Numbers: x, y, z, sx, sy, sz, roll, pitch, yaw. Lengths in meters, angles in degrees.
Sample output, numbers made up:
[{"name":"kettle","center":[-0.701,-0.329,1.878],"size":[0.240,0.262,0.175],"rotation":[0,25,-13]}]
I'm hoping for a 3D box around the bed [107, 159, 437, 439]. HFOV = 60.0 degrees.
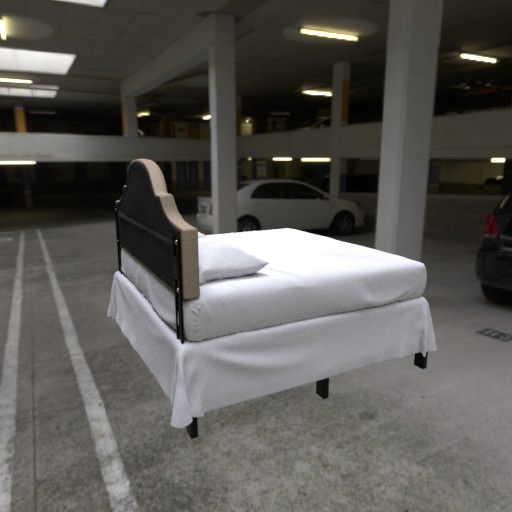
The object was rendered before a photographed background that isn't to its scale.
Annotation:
[{"name":"bed","center":[0.000,0.000,3.802],"size":[2.222,1.631,2.303],"rotation":[-6,14,-27]}]
